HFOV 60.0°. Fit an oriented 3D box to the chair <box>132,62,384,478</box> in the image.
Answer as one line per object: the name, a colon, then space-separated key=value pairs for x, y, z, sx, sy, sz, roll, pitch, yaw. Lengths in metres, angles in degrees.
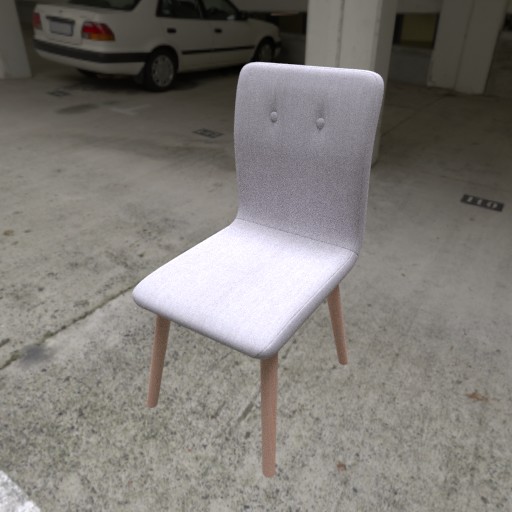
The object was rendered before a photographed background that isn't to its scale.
chair: x=0.000 y=0.000 z=1.175 sx=0.435 sy=0.885 sz=0.550 roll=18 pitch=34 yaw=28
